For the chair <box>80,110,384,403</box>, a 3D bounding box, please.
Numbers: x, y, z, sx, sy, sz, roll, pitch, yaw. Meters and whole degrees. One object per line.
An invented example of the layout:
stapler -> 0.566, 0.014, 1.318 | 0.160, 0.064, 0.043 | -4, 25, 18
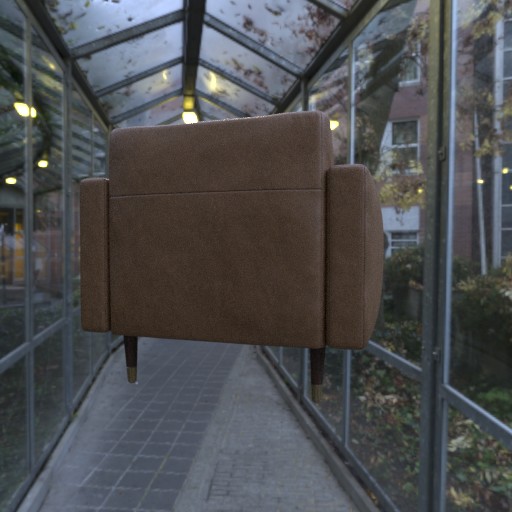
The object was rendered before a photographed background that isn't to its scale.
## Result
chair -> 0.000, 0.000, 1.734 | 0.953, 0.819, 0.998 | 0, 1, 17
